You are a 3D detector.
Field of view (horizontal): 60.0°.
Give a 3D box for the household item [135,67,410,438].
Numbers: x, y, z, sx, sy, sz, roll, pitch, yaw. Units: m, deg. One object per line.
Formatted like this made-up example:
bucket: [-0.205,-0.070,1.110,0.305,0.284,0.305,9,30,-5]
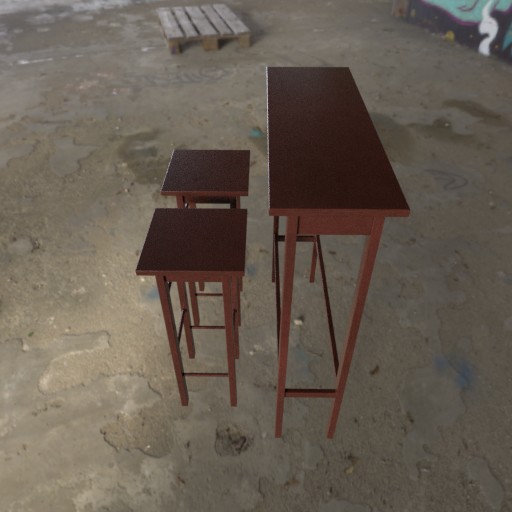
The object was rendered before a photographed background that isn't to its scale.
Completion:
household item: [0.000,0.000,1.650,0.676,1.067,0.914,0,41,1]
